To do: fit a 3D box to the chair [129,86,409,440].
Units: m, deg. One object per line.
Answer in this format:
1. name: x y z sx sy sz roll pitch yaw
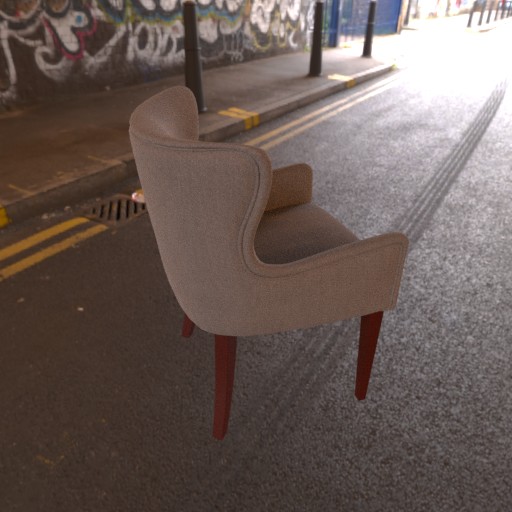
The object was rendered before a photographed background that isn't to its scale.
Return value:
1. chair: 0.000 0.000 1.430 0.677 0.948 0.732 -10 32 -17
